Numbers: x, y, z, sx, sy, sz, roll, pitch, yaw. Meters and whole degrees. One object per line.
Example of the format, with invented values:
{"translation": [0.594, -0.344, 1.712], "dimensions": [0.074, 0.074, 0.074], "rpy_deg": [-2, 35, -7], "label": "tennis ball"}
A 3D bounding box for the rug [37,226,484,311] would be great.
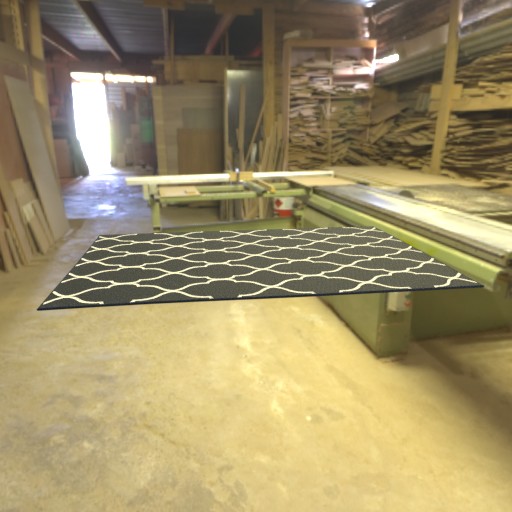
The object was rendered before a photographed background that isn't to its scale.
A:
{"translation": [0.000, 0.000, 2.951], "dimensions": [2.294, 0.014, 1.528], "rpy_deg": [-2, 16, -8], "label": "rug"}
